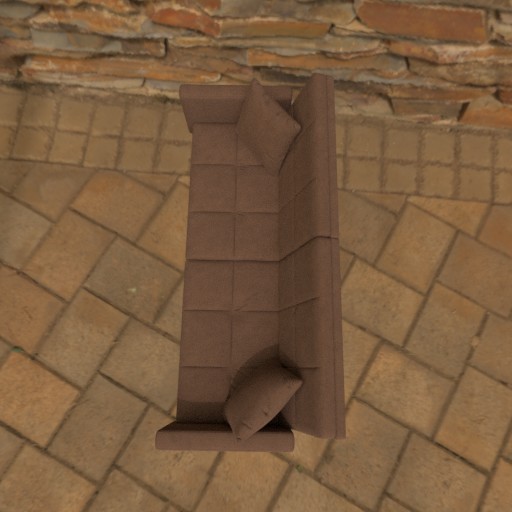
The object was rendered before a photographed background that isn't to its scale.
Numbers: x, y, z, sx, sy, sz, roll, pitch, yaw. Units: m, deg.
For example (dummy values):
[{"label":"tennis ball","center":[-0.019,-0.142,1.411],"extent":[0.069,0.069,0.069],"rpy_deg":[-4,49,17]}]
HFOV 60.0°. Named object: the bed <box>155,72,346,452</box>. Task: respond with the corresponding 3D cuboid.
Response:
[{"label":"bed","center":[0.000,0.000,2.377],"extent":[0.889,0.787,1.905],"rpy_deg":[1,75,0]}]
